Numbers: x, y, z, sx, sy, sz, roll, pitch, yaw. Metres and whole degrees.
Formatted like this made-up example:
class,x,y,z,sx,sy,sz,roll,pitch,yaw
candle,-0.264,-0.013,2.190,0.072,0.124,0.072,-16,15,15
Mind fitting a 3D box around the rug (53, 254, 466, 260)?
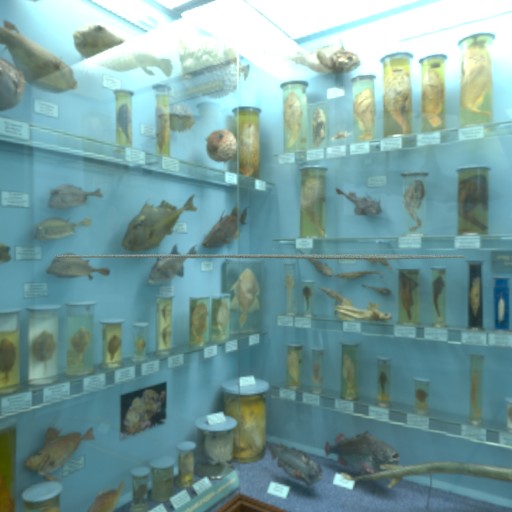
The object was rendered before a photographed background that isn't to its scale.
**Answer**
class,x,y,z,sx,sy,sz,roll,pitch,yaw
rug,0.000,0.000,2.351,1.830,0.016,1.224,0,0,36
